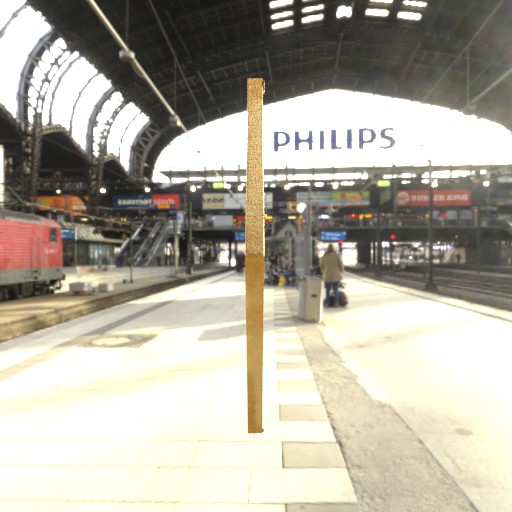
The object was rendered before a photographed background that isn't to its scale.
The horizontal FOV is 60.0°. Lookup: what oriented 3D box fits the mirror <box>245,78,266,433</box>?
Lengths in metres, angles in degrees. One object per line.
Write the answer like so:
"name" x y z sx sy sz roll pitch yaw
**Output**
"mirror" 0.000 0.000 0.848 0.032 0.679 0.419 0 0 0
